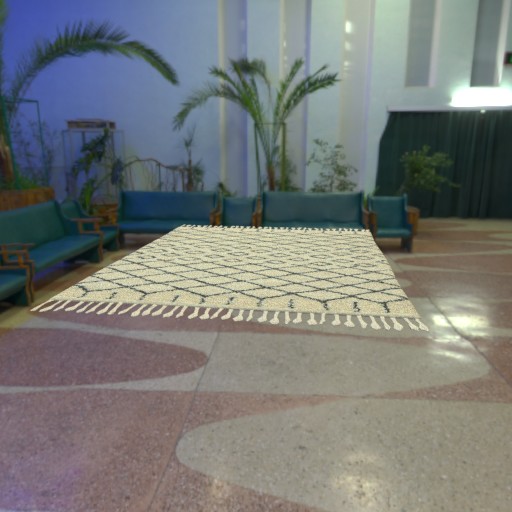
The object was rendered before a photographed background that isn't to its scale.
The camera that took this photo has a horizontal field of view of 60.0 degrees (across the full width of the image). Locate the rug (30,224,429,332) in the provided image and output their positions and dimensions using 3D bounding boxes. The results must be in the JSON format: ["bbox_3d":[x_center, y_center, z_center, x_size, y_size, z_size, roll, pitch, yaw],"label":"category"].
[{"bbox_3d":[0.000,0.000,4.130,2.388,0.030,3.213,2,14,8],"label":"rug"}]
